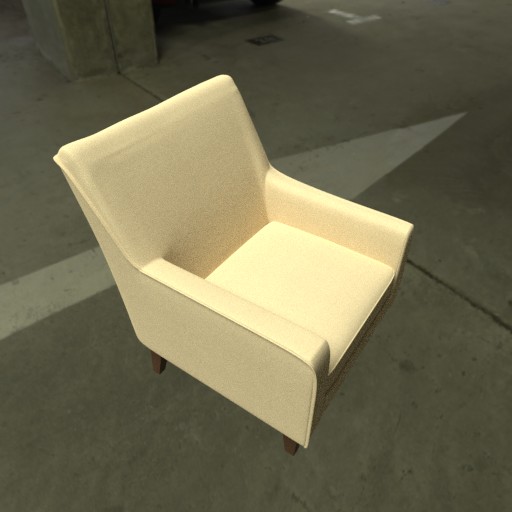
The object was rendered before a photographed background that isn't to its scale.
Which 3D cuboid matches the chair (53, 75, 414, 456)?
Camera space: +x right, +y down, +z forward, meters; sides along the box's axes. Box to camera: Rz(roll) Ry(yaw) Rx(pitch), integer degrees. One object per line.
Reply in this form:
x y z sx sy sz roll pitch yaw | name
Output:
0.000 0.000 1.590 0.899 0.919 0.780 24 46 25 | chair
